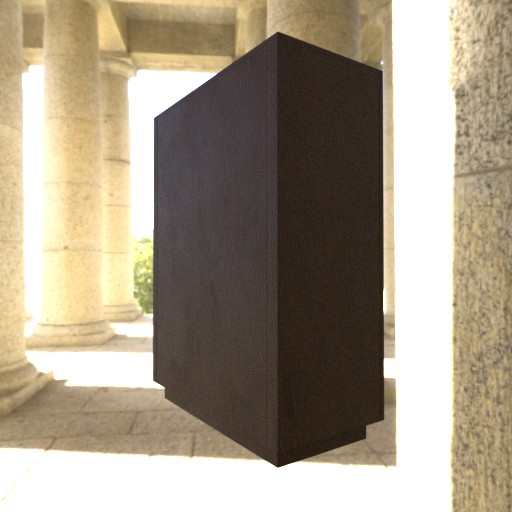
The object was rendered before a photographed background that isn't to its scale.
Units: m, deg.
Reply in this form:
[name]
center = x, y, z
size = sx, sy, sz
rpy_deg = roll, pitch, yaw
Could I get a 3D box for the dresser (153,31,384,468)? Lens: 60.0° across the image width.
[dresser]
center = 0.000, 0.000, 1.849
size = 0.516, 1.320, 0.964
rpy_deg = 1, -1, -35
